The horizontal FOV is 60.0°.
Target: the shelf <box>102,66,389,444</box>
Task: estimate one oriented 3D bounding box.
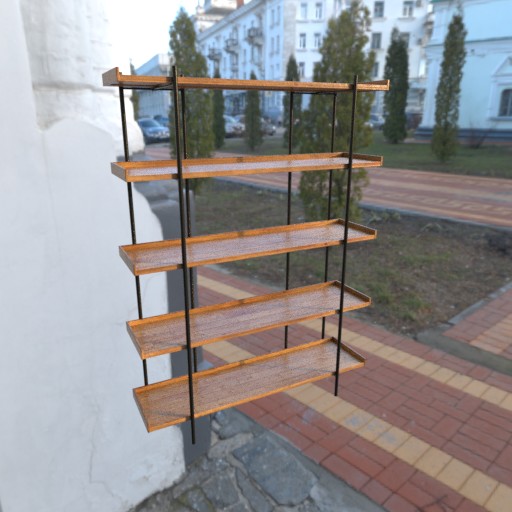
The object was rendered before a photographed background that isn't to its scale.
[{"bbox_3d":[0.000,0.000,2.400,1.371,1.826,0.379,-9,19,-26],"label":"shelf"}]
